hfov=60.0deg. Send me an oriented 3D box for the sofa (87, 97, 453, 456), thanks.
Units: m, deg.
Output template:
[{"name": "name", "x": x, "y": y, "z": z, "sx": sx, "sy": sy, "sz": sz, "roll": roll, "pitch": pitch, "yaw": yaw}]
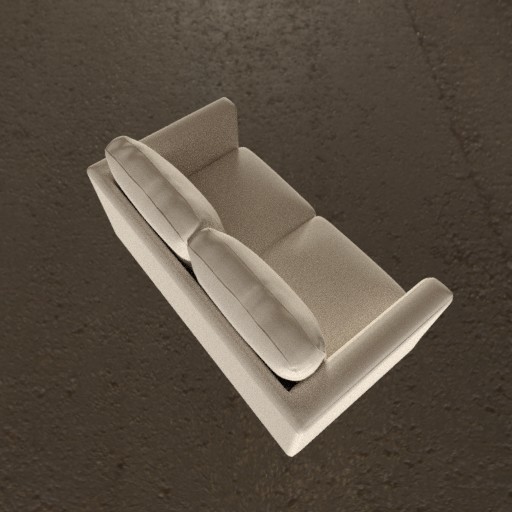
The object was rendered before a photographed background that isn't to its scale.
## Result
[{"name": "sofa", "x": 0.000, "y": 0.000, "z": 1.990, "sx": 0.796, "sy": 0.908, "sz": 1.430, "roll": -34, "pitch": 64, "yaw": -19}]
